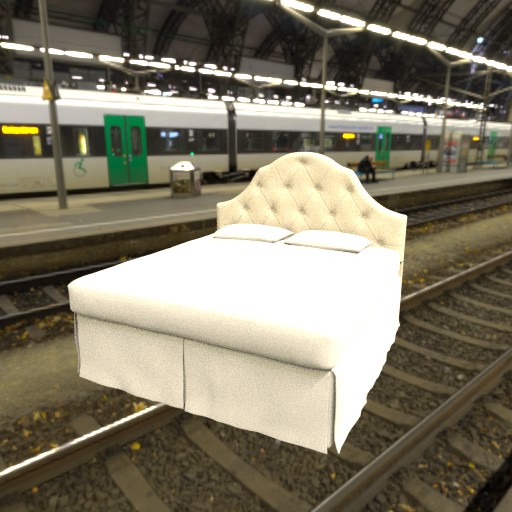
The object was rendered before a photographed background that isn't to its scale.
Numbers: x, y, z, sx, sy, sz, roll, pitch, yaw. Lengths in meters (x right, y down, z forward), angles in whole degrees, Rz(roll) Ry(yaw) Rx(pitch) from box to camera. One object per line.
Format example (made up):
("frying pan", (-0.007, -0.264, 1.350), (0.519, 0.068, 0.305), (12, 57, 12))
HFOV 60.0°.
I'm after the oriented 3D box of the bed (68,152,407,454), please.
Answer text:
("bed", (0.000, 0.000, 3.472), (2.012, 1.555, 2.086), (7, 16, 26))
